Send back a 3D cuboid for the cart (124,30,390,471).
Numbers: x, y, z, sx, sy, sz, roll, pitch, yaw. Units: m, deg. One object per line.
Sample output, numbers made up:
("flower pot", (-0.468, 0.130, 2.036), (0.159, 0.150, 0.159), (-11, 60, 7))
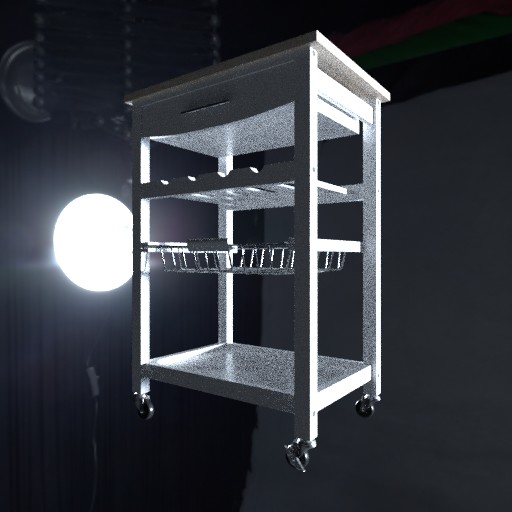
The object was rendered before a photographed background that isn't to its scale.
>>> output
("cart", (0.000, 0.000, 1.172), (0.578, 0.857, 0.406), (0, 0, 36))
